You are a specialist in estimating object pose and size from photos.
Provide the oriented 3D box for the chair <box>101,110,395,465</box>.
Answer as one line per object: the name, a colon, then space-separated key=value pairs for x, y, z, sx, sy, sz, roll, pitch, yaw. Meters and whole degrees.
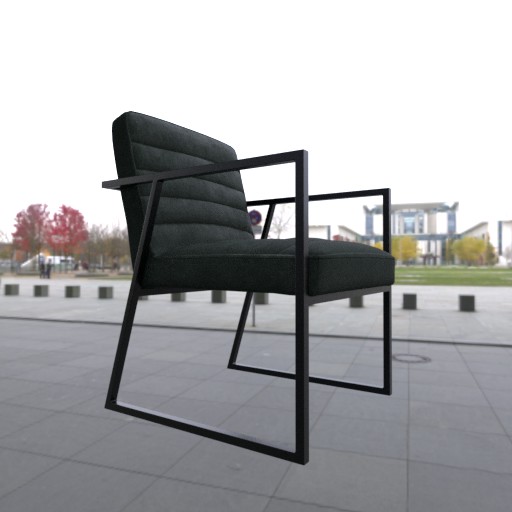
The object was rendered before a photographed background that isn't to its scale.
chair: x=0.000 y=0.000 z=1.279 sx=0.677 sy=0.833 sz=0.571 roll=-1 pitch=-1 yaw=34
